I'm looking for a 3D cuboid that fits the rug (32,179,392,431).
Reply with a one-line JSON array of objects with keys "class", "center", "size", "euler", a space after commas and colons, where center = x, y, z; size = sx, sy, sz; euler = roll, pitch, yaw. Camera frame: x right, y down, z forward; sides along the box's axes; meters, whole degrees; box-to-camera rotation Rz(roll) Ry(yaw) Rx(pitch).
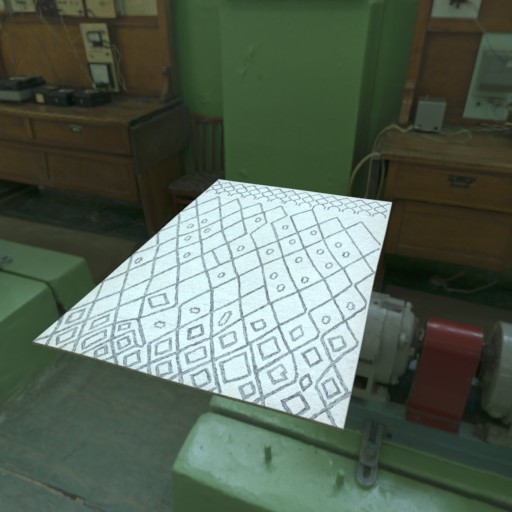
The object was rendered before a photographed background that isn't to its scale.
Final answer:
[{"class": "rug", "center": [0.000, 0.000, 2.301], "size": [1.222, 0.015, 1.828], "euler": [10, 33, 16]}]
